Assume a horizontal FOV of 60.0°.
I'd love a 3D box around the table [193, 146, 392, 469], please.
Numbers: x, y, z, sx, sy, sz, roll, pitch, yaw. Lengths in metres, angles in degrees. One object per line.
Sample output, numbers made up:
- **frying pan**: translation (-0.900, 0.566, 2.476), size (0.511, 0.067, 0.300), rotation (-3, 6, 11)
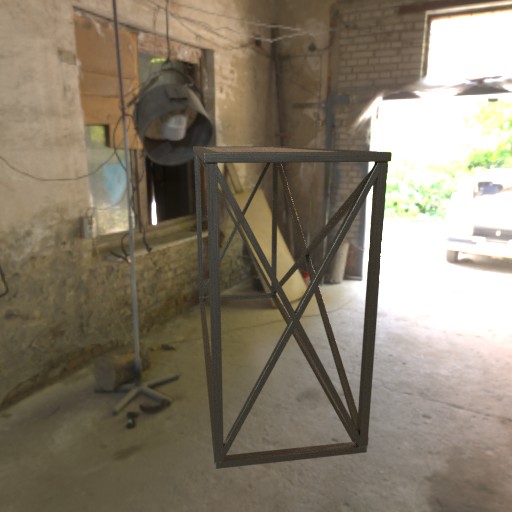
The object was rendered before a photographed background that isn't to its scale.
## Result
- **table**: translation (0.000, 0.000, 1.594), size (0.402, 0.753, 1.216), rotation (-2, 15, -9)
